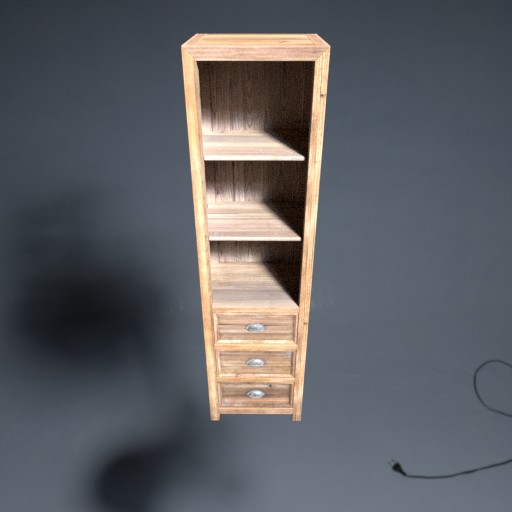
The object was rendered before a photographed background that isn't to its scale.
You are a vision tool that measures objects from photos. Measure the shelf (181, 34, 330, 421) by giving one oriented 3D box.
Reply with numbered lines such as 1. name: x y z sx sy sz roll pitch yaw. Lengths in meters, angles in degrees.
1. shelf: 0.000 0.000 2.153 0.500 1.900 0.428 0 31 0
